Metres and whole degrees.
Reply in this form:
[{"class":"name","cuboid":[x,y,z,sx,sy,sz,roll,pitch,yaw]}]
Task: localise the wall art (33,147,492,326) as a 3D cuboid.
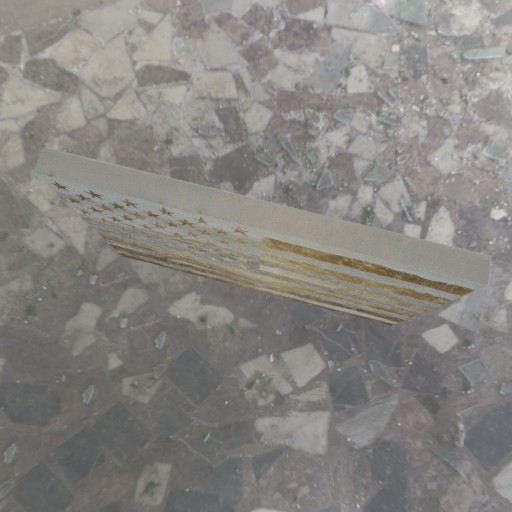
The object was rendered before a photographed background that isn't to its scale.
[{"class":"wall art","cuboid":[0.000,0.000,0.771,0.606,0.407,0.041,14,75,4]}]
